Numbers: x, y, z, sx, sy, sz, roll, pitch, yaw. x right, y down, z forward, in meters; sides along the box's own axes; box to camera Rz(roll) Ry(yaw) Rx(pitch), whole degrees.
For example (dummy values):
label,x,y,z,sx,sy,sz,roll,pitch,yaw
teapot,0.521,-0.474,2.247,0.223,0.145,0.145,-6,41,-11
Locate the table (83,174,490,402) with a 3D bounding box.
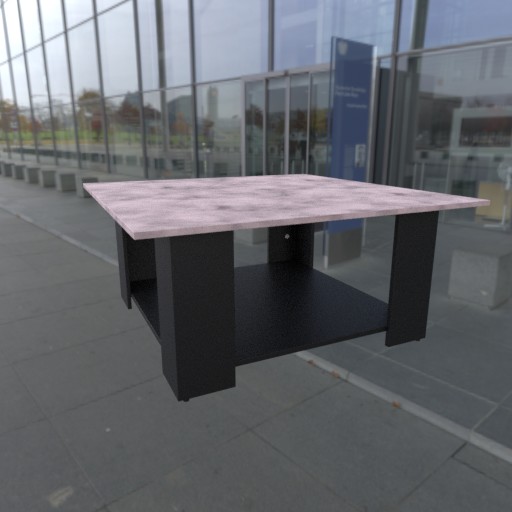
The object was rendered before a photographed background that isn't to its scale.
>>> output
label,x,y,z,sx,sy,sz,roll,pitch,yaw
table,0.000,0.000,1.036,0.670,0.305,0.670,-7,17,-25
